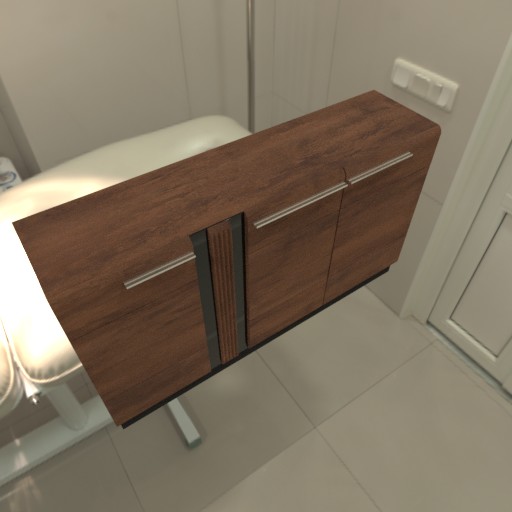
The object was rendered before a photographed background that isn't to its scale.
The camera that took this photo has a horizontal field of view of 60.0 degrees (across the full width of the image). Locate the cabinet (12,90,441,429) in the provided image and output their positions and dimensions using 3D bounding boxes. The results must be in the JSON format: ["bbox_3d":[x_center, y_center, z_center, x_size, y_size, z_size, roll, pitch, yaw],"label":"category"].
[{"bbox_3d":[0.000,0.000,1.930,1.600,0.900,0.420,-26,52,-23],"label":"cabinet"}]
